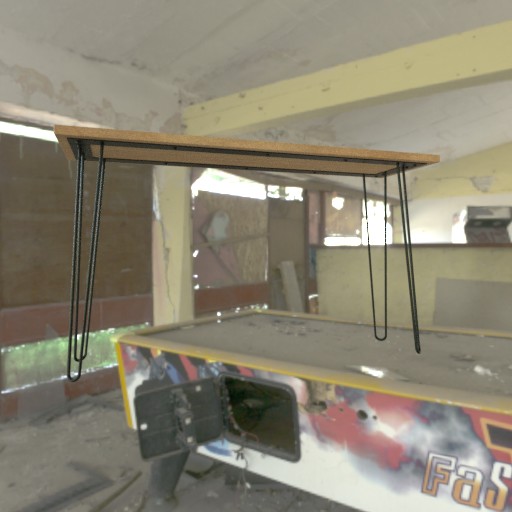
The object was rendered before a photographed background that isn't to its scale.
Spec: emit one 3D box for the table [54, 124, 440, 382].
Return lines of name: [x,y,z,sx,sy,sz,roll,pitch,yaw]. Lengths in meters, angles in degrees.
table: [0.000,0.000,1.736,1.400,0.799,0.399,0,1,-17]
